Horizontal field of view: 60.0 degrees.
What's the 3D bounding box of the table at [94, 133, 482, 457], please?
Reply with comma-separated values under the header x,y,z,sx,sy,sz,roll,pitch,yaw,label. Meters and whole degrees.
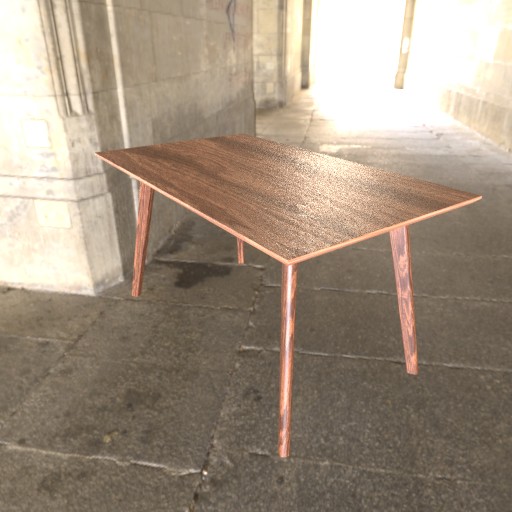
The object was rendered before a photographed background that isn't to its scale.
x,y,z,sx,sy,sz,roll,pitch,yaw,label
0.000,0.000,1.847,0.801,0.724,1.349,-17,30,-32,table
